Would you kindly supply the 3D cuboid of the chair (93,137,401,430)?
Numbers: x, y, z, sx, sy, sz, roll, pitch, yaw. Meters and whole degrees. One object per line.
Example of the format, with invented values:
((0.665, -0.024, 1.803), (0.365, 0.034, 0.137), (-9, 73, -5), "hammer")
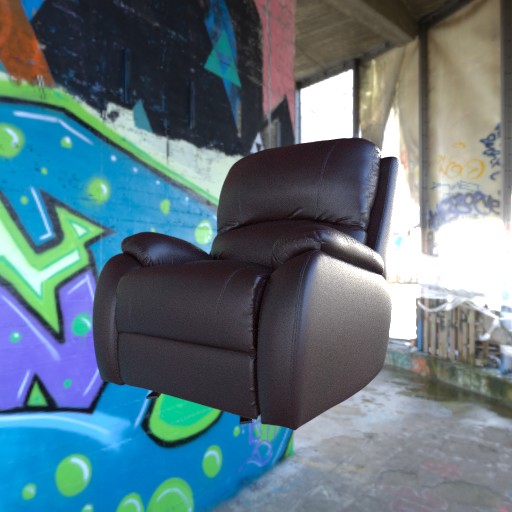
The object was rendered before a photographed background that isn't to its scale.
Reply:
((0.000, 0.000, 1.743), (0.930, 1.011, 0.899), (-1, -1, 36), "chair")
